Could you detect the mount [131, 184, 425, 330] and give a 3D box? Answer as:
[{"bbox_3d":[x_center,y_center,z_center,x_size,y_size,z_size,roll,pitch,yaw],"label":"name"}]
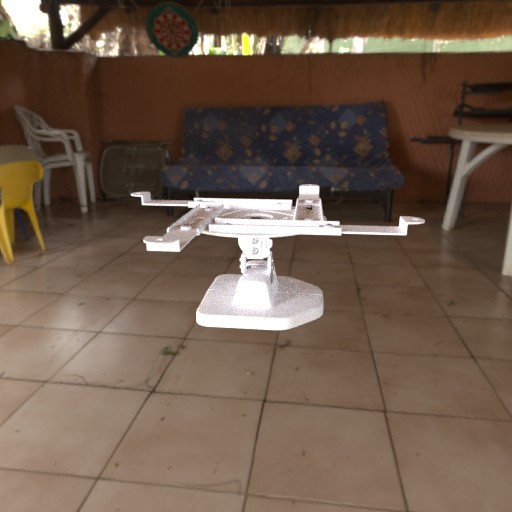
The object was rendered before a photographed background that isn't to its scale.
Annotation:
[{"bbox_3d":[0.000,0.000,0.602,0.394,0.141,0.394,2,17,6],"label":"mount"}]
